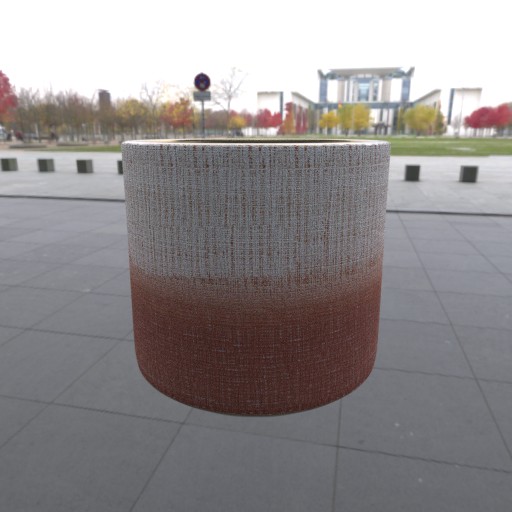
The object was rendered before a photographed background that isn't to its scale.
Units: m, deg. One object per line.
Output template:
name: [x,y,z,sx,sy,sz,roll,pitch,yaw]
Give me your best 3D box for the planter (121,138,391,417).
planter: [0.000,0.000,0.397,0.221,0.201,0.221,0,16,0]
